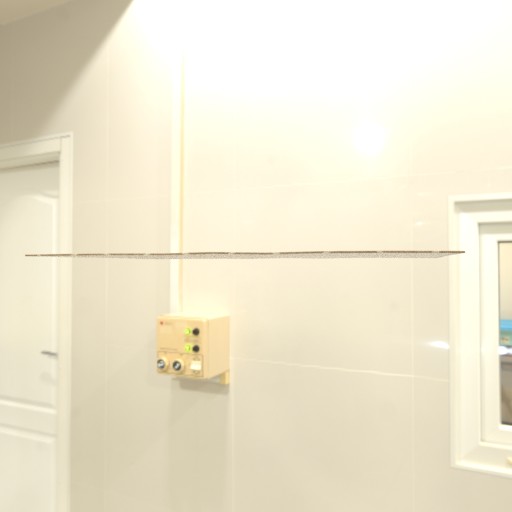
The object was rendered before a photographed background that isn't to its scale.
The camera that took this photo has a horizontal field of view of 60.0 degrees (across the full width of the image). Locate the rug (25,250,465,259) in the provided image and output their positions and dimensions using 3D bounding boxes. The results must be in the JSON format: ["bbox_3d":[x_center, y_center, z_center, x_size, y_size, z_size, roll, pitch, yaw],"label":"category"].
[{"bbox_3d":[0.000,0.000,2.200,1.761,0.013,1.152,0,-1,18],"label":"rug"}]
